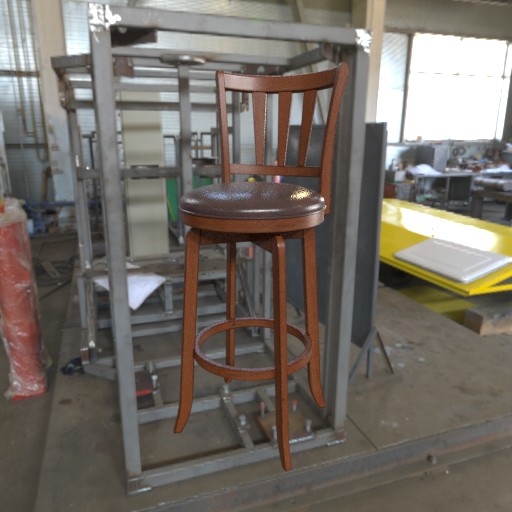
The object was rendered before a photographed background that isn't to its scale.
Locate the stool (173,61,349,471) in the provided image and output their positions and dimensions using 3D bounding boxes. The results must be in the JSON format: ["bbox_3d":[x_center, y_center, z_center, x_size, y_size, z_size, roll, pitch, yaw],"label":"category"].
[{"bbox_3d":[0.000,0.000,1.435,0.464,1.177,0.503,7,17,25],"label":"stool"}]
